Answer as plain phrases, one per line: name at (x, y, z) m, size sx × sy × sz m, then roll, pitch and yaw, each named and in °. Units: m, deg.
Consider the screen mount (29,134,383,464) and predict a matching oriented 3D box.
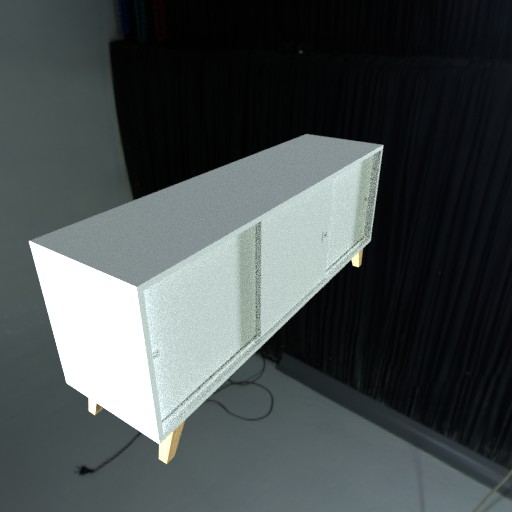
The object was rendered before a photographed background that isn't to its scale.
screen mount at (0.000, 0.000, 1.730) m, size 0.400 × 0.619 × 1.490 m, roll 18°, pitch 33°, yaw 30°
